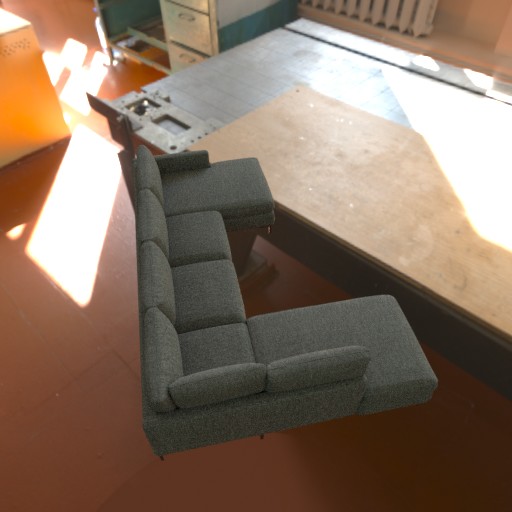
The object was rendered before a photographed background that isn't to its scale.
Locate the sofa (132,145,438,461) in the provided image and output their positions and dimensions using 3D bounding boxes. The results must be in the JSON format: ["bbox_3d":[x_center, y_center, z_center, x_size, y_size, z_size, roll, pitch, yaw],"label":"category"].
[{"bbox_3d":[0.000,0.000,3.639,1.879,0.756,2.737,-9,47,-8],"label":"sofa"}]
